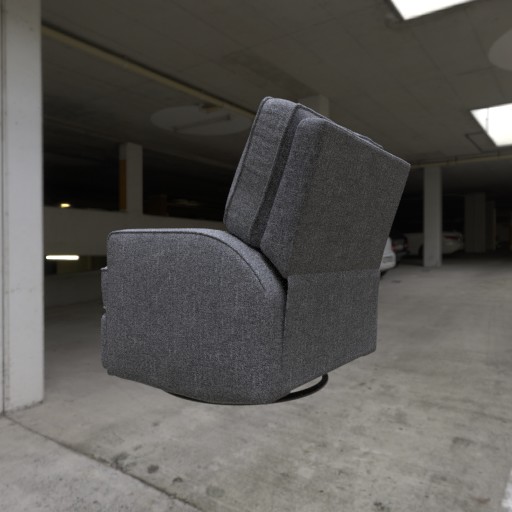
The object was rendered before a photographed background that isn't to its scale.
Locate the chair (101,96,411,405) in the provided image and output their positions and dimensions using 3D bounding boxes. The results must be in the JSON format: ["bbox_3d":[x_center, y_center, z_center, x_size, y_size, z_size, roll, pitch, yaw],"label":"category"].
[{"bbox_3d":[0.000,0.000,1.714,0.964,0.962,0.861,0,1,36],"label":"chair"}]
